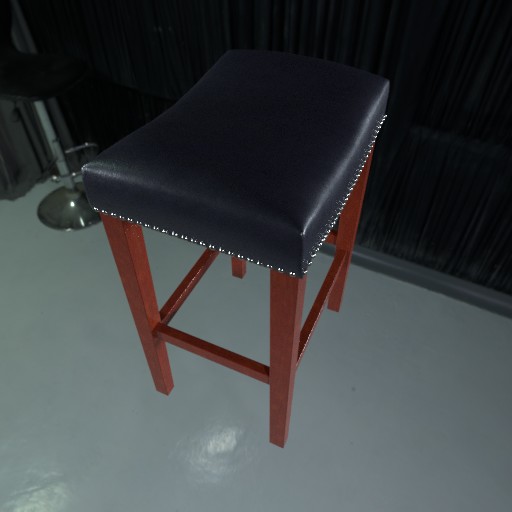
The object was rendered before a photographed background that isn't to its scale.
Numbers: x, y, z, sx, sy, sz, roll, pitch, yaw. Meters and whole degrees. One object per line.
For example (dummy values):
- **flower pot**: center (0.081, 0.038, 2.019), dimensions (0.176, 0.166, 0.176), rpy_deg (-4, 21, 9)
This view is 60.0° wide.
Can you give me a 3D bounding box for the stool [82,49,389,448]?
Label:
- **stool**: center (0.000, 0.000, 1.011), dimensions (0.372, 0.742, 0.504), rpy_deg (18, 49, 17)
